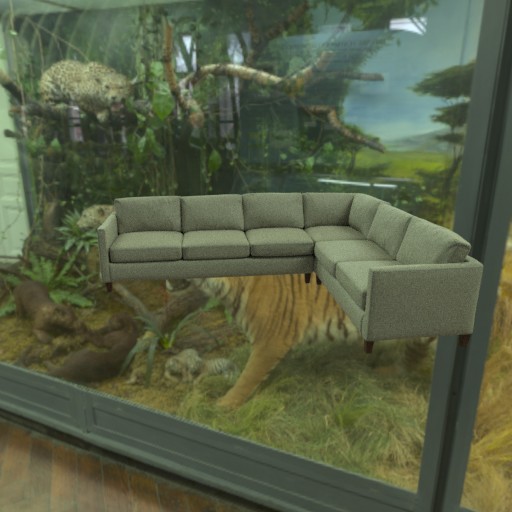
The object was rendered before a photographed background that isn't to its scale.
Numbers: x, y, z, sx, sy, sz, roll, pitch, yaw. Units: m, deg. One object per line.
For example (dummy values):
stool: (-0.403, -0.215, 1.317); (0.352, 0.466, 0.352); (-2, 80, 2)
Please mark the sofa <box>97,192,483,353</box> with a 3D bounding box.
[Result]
sofa: (0.000, 0.000, 4.522); (3.302, 0.947, 2.593); (-2, 17, -7)
